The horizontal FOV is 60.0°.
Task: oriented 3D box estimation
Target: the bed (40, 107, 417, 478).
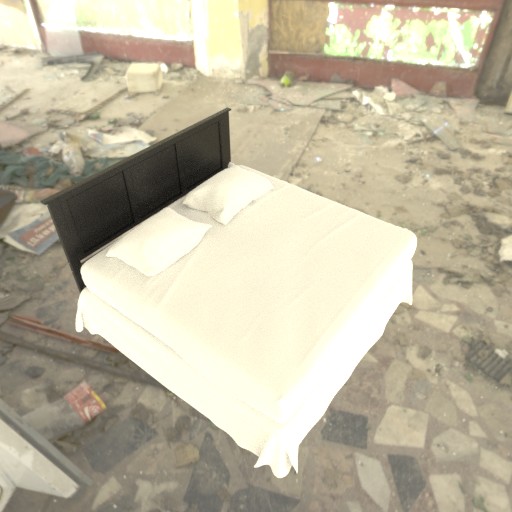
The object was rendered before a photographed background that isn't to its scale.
[{"bbox_3d":[0.000,0.000,3.601,2.219,1.271,2.315,27,48,27],"label":"bed"}]
